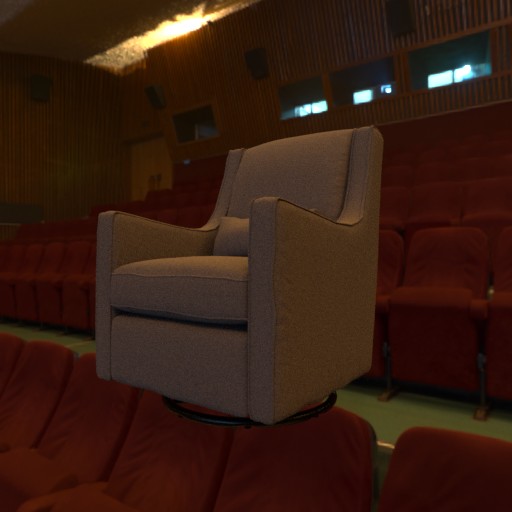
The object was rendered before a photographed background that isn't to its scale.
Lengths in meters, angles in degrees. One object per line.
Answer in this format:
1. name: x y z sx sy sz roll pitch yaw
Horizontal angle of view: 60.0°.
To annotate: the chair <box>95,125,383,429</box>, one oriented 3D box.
1. chair: 0.000 0.000 1.605 0.732 0.993 0.879 0 0 36
